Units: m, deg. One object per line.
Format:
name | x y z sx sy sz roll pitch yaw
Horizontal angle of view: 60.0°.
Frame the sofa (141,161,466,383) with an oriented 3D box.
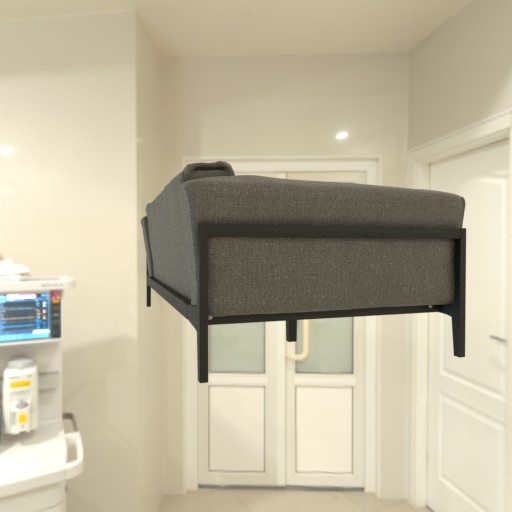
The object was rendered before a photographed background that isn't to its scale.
sofa | 0.000 0.000 2.125 0.960 0.656 1.690 0 1 -19
